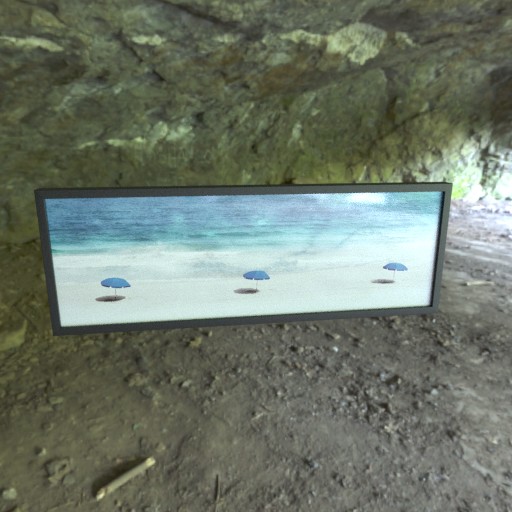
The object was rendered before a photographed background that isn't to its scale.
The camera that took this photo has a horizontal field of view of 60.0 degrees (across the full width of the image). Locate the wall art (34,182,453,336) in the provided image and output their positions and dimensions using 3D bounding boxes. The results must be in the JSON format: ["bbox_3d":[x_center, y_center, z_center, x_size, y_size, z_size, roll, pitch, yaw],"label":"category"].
[{"bbox_3d":[0.000,0.000,0.961,0.860,0.303,0.037,-2,15,-8],"label":"wall art"}]
